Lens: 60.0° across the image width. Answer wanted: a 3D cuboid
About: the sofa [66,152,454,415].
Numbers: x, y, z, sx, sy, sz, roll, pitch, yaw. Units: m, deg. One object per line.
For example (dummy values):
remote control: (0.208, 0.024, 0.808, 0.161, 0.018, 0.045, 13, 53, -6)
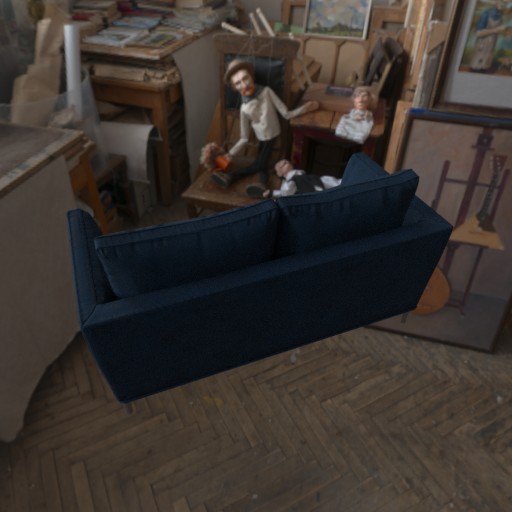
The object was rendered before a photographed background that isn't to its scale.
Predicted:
sofa: (0.000, 0.000, 2.375, 1.770, 1.002, 0.853, -14, 42, -16)
